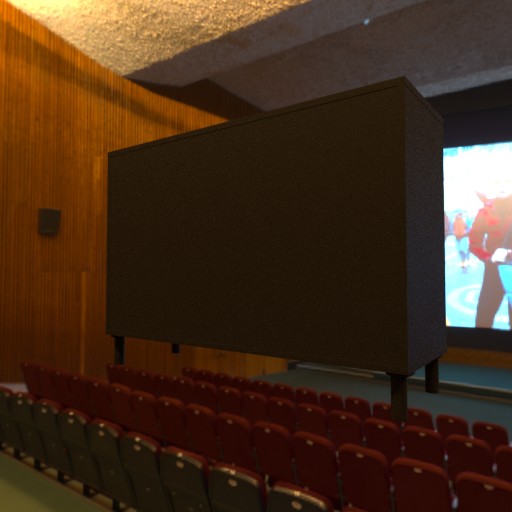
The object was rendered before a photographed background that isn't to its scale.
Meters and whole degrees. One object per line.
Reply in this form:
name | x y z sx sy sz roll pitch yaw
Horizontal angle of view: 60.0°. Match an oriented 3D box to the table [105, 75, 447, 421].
table | 0.000 0.000 1.594 1.200 0.855 0.400 -1 -3 36
